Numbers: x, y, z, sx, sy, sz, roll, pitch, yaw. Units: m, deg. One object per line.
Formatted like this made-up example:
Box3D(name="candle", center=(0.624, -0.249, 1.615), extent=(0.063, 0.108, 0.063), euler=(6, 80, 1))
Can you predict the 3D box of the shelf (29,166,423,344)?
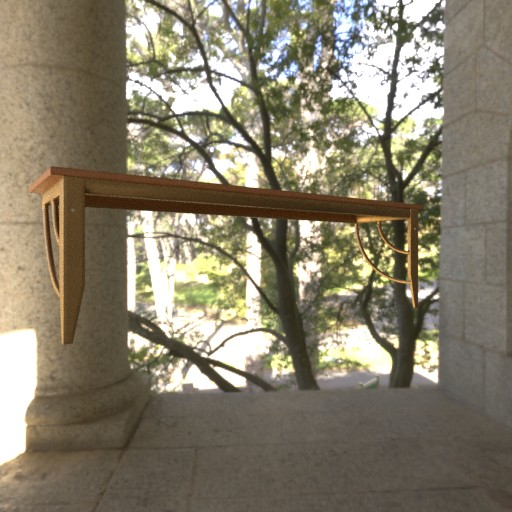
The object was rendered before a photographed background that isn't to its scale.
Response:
Box3D(name="shelf", center=(0.000, 0.000, 0.715), extent=(0.636, 0.190, 0.166), euler=(0, 0, -34))
